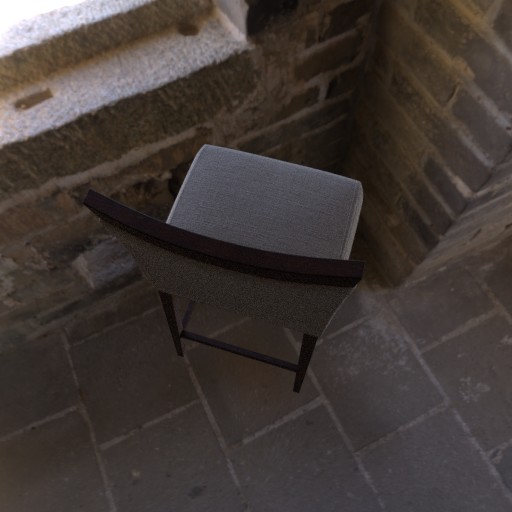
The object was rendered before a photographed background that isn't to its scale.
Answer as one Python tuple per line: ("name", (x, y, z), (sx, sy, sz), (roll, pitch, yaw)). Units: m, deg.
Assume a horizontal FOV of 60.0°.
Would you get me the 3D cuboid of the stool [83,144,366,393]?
("stool", (0.000, 0.000, 1.305), (0.512, 1.009, 0.531), (15, 64, 8))
